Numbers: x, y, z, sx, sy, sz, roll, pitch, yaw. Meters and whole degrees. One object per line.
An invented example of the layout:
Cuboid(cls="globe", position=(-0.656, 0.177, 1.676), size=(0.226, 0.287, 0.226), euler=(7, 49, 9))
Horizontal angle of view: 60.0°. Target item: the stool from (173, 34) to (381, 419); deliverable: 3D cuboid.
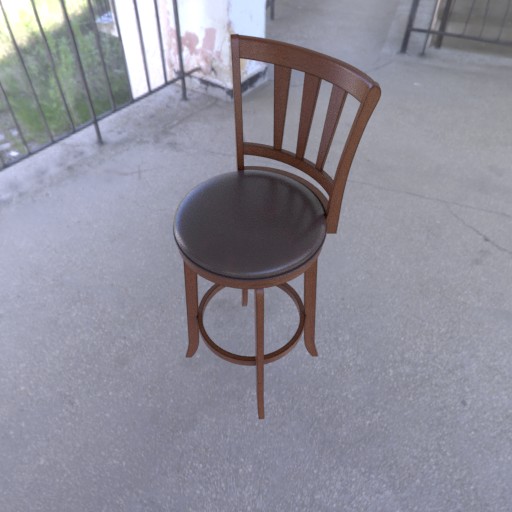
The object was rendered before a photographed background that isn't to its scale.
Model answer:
Cuboid(cls="stool", position=(0.000, 0.000, 1.437), size=(0.464, 1.177, 0.503), euler=(32, 55, 26))
